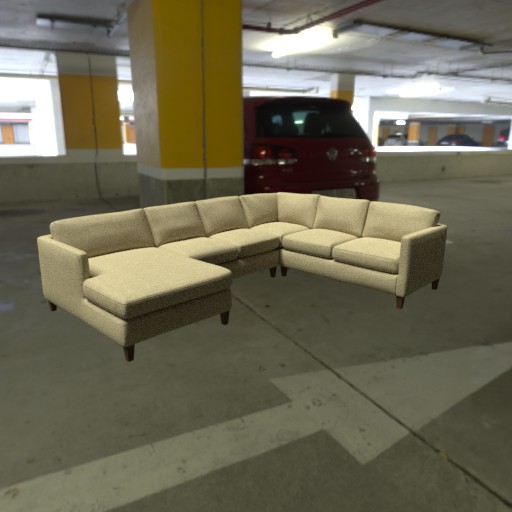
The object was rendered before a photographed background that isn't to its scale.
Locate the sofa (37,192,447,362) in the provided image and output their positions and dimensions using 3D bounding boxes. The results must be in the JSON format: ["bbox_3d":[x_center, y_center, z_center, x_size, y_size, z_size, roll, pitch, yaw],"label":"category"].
[{"bbox_3d":[0.000,0.000,4.608,2.593,0.959,3.460,14,20,43],"label":"sofa"}]
